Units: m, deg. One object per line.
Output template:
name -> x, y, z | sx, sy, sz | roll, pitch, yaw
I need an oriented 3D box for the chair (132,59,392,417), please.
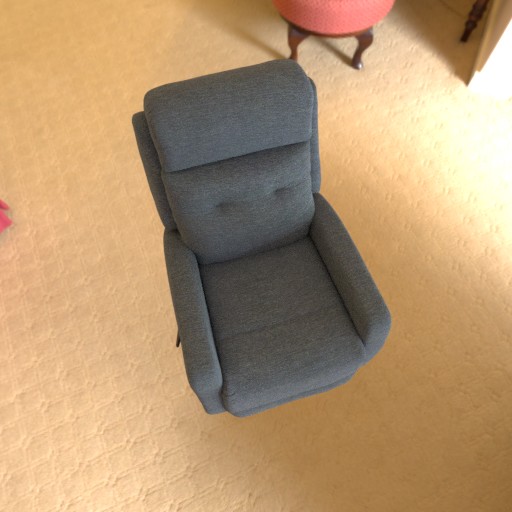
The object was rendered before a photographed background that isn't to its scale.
chair -> 0.000, 0.000, 1.733 | 0.798, 1.013, 1.043 | -15, 66, -7
